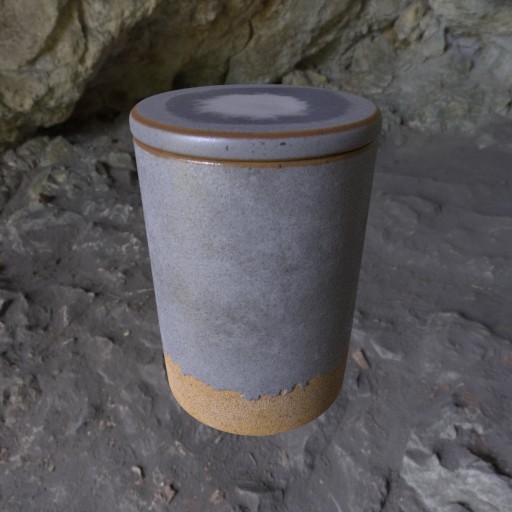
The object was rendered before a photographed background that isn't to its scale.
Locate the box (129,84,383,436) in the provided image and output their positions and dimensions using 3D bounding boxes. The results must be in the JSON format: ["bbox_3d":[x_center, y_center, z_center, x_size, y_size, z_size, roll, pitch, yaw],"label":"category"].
[{"bbox_3d":[0.000,0.000,0.251,0.118,0.168,0.118,0,30,0],"label":"box"}]
